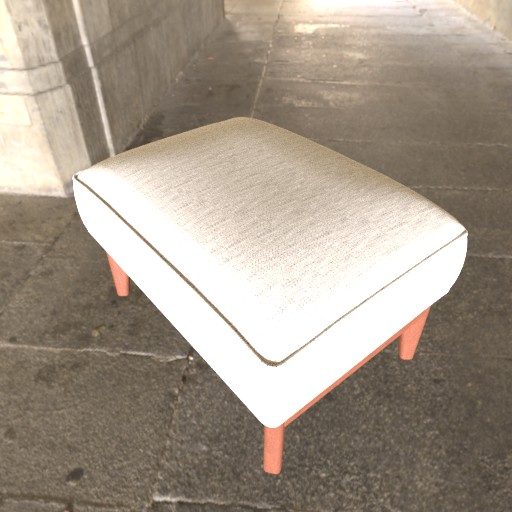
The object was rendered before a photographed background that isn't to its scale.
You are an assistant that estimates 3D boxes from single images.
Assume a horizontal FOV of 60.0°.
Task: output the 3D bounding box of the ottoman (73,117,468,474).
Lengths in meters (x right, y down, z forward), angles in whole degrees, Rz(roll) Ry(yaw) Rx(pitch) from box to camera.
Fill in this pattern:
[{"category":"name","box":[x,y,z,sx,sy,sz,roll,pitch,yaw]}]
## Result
[{"category":"ottoman","box":[0.000,0.000,1.125,0.594,0.465,0.794,-27,46,-30]}]
